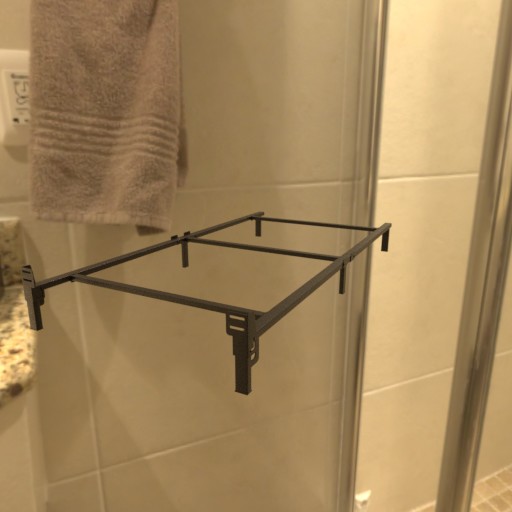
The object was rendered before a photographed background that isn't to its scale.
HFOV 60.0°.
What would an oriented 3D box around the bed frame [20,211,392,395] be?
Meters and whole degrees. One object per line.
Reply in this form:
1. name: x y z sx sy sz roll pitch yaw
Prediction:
1. bed frame: 0.000 0.000 2.257 0.968 0.248 1.897 8 17 27
